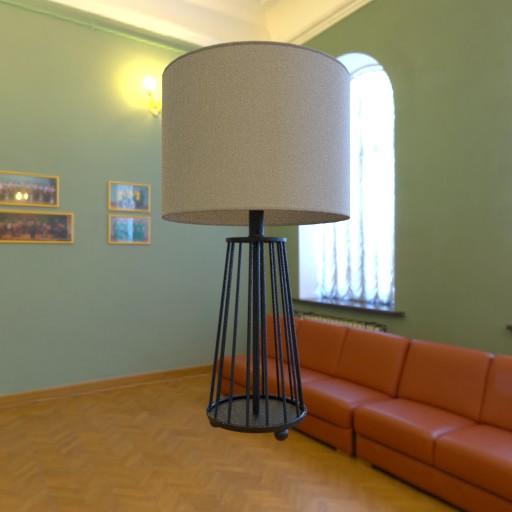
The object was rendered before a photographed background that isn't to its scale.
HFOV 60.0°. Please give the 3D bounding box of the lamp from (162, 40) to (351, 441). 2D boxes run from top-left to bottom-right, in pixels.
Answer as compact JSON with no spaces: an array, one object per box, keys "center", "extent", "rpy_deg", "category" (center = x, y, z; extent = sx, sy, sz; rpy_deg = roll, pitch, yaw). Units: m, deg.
[{"center":[0.000,0.000,0.771],"extent":[0.322,0.593,0.322],"rpy_deg":[0,0,-35],"category":"lamp"}]
